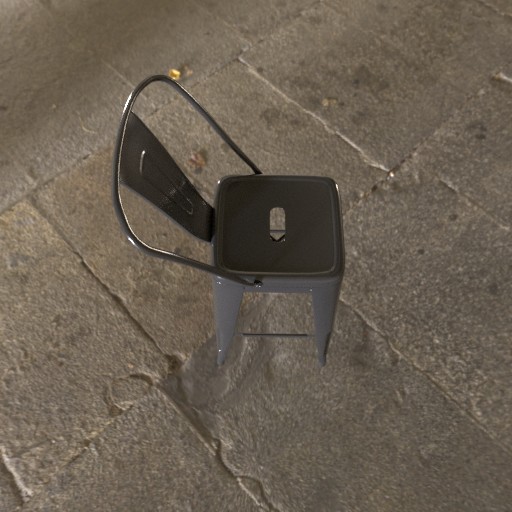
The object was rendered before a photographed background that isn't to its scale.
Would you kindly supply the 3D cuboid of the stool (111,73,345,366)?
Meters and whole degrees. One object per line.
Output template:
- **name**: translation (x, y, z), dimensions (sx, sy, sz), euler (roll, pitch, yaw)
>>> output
- **stool**: translation (0.000, 0.000, 1.288), dimensions (0.528, 1.022, 0.432), euler (1, 65, 0)
